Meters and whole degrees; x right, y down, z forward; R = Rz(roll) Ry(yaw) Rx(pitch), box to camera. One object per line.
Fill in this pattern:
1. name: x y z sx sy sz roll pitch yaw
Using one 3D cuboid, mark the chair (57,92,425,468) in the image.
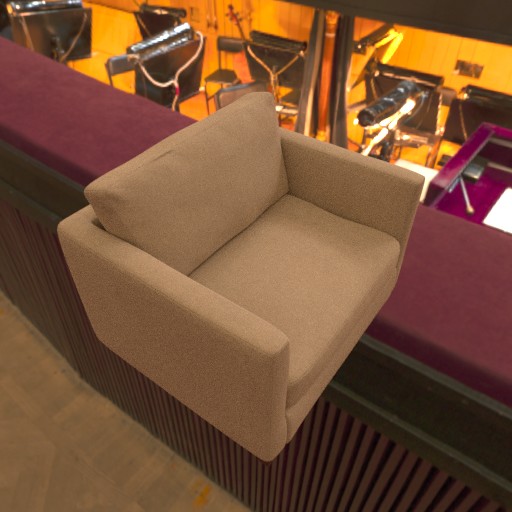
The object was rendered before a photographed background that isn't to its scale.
1. chair: 0.000 0.000 1.811 0.959 0.961 1.107 26 48 26
